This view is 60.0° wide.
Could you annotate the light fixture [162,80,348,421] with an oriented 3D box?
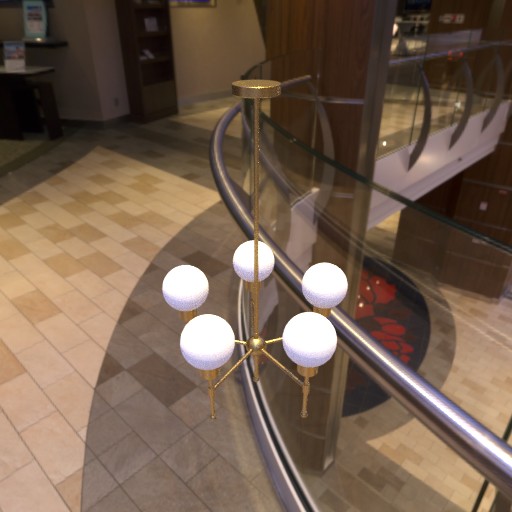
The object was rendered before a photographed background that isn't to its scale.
[{"bbox_3d":[0.000,0.000,1.803,0.815,1.331,0.785,-1,30,-2],"label":"light fixture"}]
